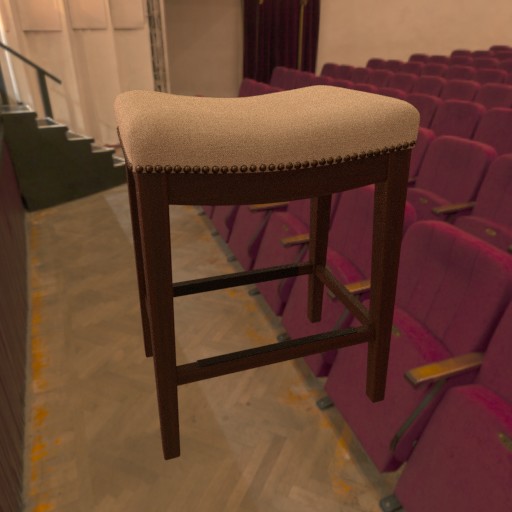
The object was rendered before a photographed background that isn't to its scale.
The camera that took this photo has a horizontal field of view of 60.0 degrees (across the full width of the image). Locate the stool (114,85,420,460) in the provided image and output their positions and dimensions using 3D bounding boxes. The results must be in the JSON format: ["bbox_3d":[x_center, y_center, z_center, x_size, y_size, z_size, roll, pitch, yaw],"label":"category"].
[{"bbox_3d":[0.000,0.000,0.962,0.509,0.669,0.363,-9,28,-17],"label":"stool"}]
